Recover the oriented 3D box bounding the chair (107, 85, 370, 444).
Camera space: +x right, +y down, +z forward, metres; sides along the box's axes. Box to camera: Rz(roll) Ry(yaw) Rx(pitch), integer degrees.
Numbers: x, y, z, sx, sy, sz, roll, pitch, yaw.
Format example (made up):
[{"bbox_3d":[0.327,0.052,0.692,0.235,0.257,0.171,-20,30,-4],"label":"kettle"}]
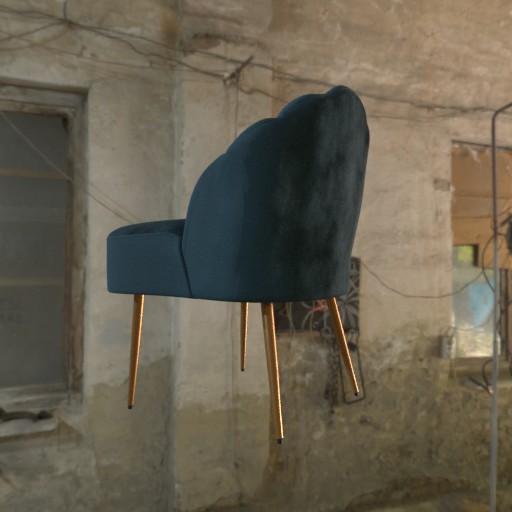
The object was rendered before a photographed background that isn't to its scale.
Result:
[{"bbox_3d":[0.000,0.000,1.256,0.599,0.819,0.657,0,-1,35],"label":"chair"}]
